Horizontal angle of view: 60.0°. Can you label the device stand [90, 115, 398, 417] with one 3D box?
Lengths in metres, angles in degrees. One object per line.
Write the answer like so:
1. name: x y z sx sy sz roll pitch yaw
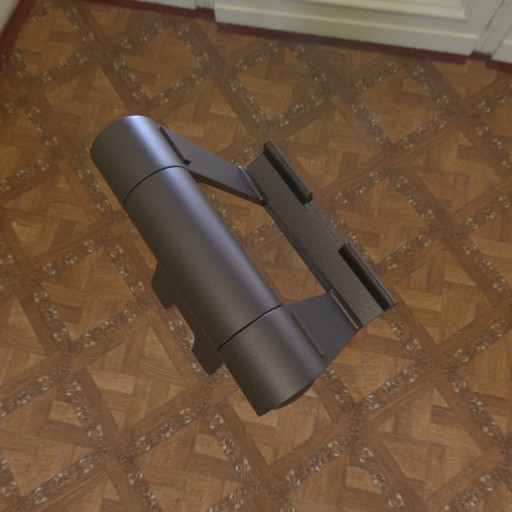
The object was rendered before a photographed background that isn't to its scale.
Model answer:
1. device stand: 0.000 0.000 0.155 0.079 0.084 0.088 -33 77 -9
